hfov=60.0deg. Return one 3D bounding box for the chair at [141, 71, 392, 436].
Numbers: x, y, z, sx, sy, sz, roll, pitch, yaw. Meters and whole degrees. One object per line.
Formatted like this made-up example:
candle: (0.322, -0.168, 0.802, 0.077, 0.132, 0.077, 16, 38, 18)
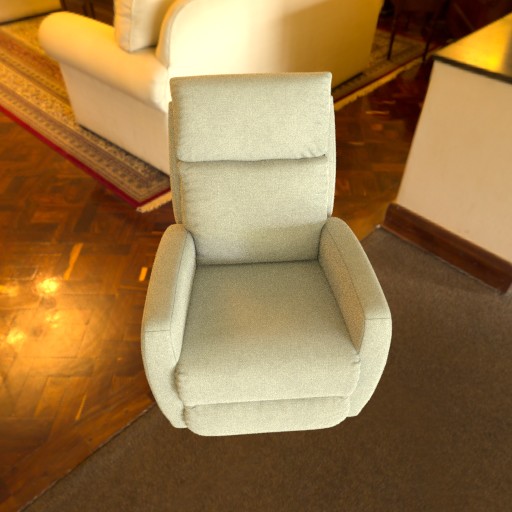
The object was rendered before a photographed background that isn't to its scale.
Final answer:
chair: (0.000, 0.000, 1.632, 0.812, 1.015, 0.941, -3, 45, -3)
